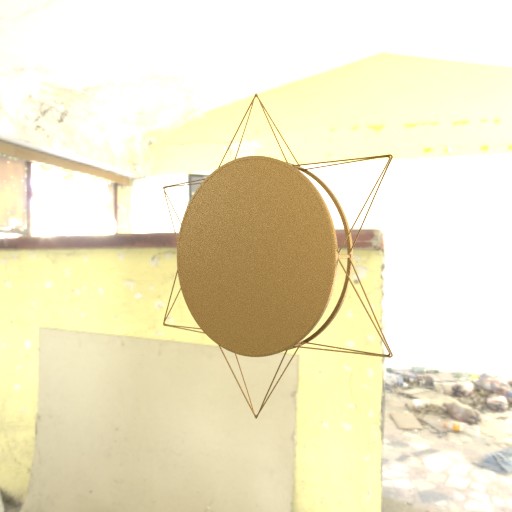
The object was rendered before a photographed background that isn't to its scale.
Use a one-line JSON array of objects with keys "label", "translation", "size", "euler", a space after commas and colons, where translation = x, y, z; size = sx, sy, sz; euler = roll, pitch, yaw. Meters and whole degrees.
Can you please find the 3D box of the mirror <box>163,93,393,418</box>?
[{"label": "mirror", "translation": [0.000, 0.000, 0.792], "size": [0.498, 0.581, 0.062], "euler": [0, 0, 37]}]
